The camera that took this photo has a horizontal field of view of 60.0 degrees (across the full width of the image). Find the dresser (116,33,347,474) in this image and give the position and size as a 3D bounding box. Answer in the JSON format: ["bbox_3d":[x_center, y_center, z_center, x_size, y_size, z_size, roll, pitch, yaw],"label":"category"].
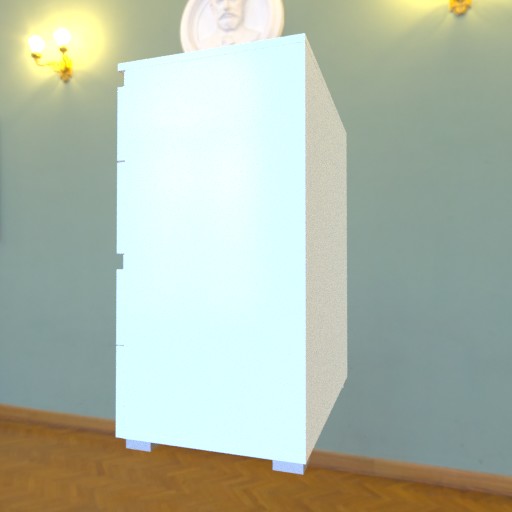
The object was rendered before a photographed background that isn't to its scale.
[{"bbox_3d":[0.000,0.000,1.171,0.400,0.800,0.650,0,-1,18],"label":"dresser"}]
